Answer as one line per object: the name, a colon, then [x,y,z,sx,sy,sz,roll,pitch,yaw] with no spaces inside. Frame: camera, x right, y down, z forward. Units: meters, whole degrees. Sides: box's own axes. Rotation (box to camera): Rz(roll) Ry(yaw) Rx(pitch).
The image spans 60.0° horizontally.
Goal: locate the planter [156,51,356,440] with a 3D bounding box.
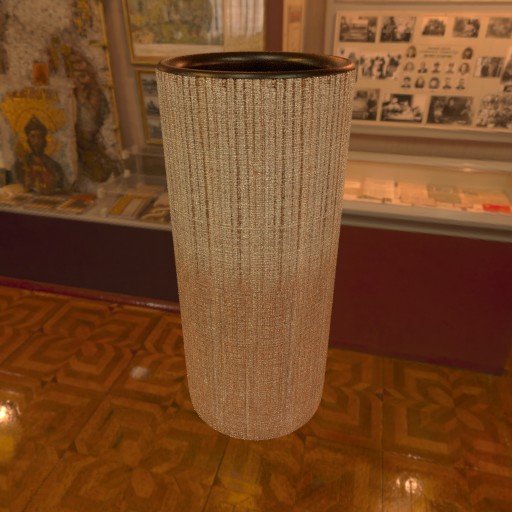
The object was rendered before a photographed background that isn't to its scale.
planter: [0.000,0.000,0.279,0.100,0.227,0.100,8,31,14]
